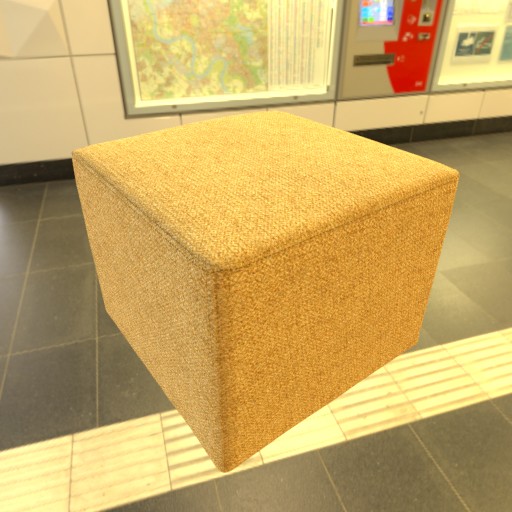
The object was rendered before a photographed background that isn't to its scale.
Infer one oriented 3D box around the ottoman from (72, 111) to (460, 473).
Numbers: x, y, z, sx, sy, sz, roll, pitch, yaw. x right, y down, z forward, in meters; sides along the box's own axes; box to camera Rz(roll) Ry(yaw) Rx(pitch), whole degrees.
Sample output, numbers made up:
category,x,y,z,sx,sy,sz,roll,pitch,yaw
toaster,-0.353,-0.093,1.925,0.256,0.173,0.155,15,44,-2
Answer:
category,x,y,z,sx,sy,sz,roll,pitch,yaw
ottoman,0.000,0.000,0.881,0.505,0.441,0.512,-22,38,-30
